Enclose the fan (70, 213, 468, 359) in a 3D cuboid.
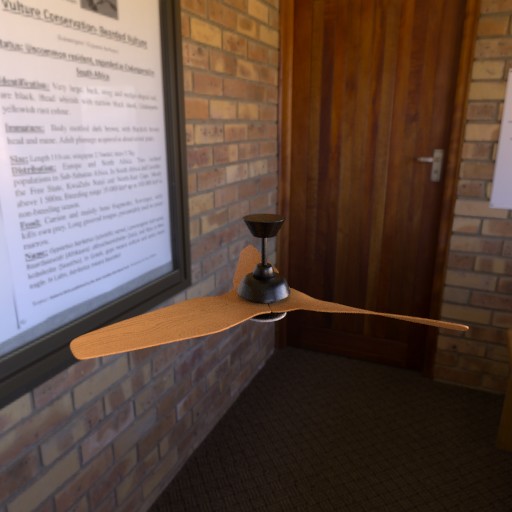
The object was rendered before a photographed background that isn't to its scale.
[{"bbox_3d":[0.000,0.000,1.674,1.142,0.355,1.010,-2,16,-8],"label":"fan"}]
